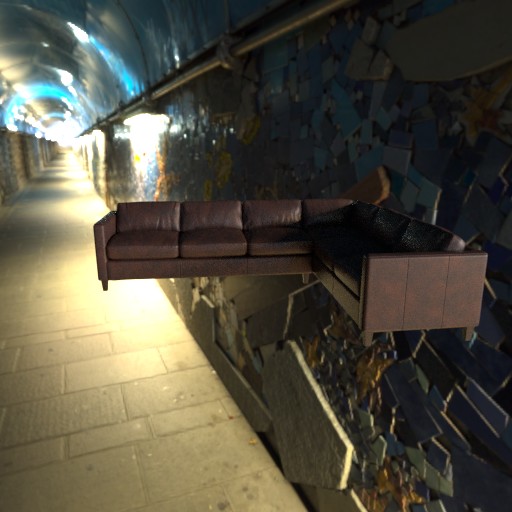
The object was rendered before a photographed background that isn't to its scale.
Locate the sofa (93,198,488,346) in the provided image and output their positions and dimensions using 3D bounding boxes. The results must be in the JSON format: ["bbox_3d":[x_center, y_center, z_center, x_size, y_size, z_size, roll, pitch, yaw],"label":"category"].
[{"bbox_3d":[0.000,0.000,4.296,3.152,0.836,2.438,-2,15,-7],"label":"sofa"}]
